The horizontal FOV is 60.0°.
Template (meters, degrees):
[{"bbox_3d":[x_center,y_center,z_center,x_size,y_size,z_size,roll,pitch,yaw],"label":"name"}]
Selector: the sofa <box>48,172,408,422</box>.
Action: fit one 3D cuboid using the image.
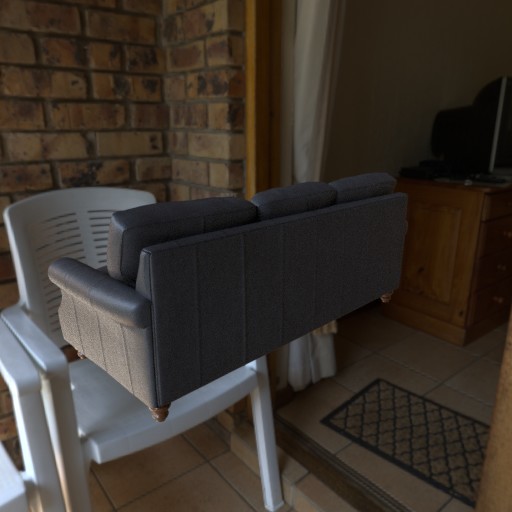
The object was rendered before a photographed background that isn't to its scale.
[{"bbox_3d":[0.000,0.000,2.885,2.387,0.977,0.974,-16,23,-42],"label":"sofa"}]
